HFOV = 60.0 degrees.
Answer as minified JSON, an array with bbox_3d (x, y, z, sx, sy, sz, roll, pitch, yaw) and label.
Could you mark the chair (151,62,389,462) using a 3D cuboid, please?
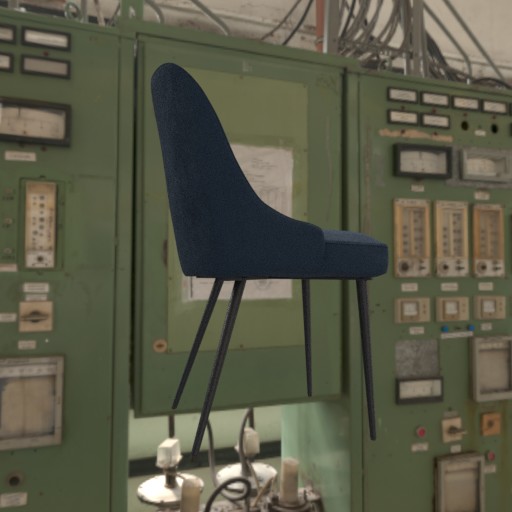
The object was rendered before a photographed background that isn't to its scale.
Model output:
[{"bbox_3d":[0.000,0.000,1.196,0.559,0.896,0.478,0,-2,-17],"label":"chair"}]
